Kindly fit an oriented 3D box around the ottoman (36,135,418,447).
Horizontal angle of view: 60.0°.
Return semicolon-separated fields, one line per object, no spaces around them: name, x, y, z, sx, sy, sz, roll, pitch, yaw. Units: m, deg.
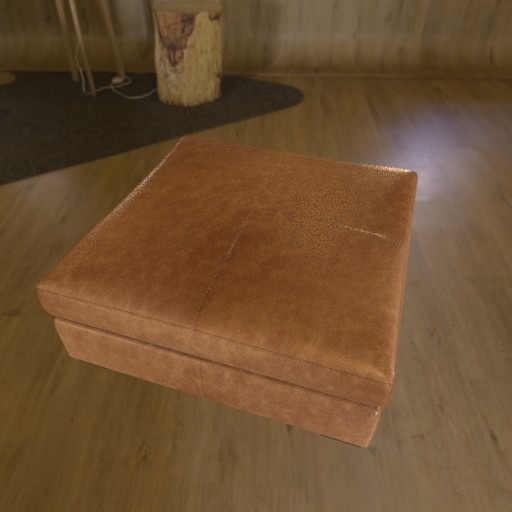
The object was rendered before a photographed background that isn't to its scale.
ottoman;0.000;0.000;1.838;1.169;0.483;1.168;12;43;14
